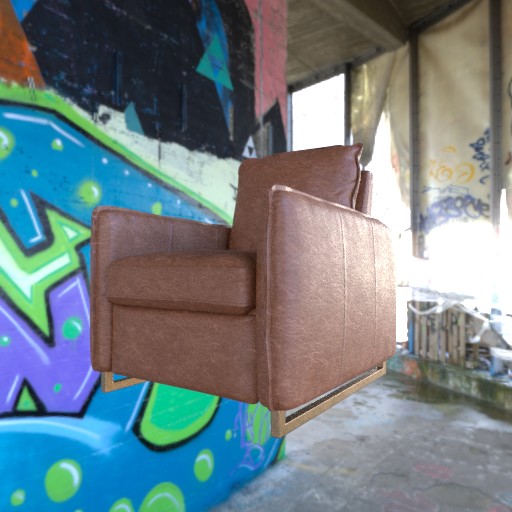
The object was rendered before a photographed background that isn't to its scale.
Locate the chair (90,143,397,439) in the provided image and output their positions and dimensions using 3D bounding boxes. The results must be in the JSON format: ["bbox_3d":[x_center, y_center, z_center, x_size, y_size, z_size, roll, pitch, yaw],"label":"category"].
[{"bbox_3d":[0.000,0.000,1.637,0.830,0.922,0.922,-1,-1,35],"label":"chair"}]
